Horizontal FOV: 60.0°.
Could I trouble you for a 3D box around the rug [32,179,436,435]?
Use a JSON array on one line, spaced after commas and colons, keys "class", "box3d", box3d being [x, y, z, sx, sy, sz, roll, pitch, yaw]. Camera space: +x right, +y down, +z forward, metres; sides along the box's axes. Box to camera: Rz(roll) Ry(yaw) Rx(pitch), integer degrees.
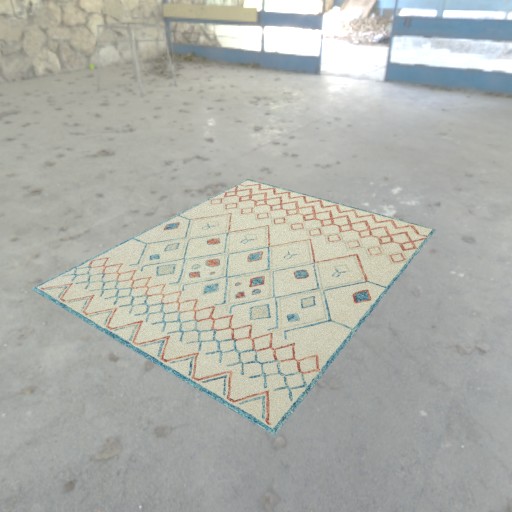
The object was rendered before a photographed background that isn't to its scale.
[{"class": "rug", "box3d": [0.000, 0.000, 4.161, 2.441, 0.016, 3.050, 20, 37, 30]}]
